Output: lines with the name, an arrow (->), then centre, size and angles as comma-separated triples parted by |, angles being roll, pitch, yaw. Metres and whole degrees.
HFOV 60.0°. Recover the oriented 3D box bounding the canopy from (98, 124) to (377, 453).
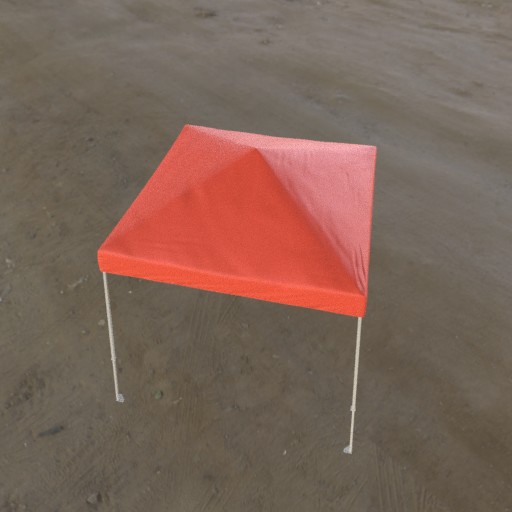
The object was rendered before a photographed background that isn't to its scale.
canopy -> 0.000, 0.000, 5.174 | 2.849, 2.850, 2.850 | 9, 45, 9
